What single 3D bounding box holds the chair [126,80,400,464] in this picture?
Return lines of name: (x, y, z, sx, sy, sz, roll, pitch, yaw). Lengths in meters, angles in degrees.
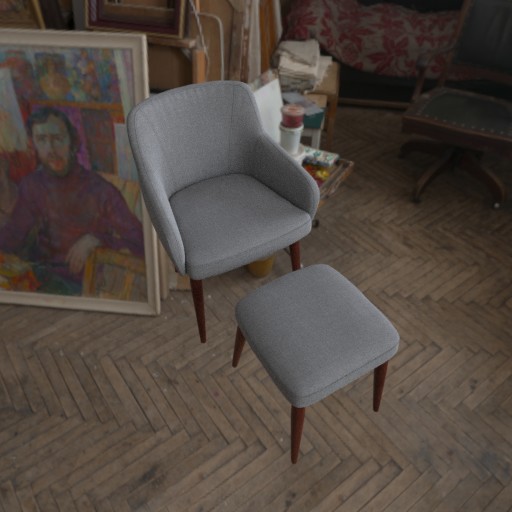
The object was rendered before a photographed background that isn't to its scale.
chair: (0.000, 0.000, 1.559, 0.584, 0.799, 1.107, -23, 50, -21)
